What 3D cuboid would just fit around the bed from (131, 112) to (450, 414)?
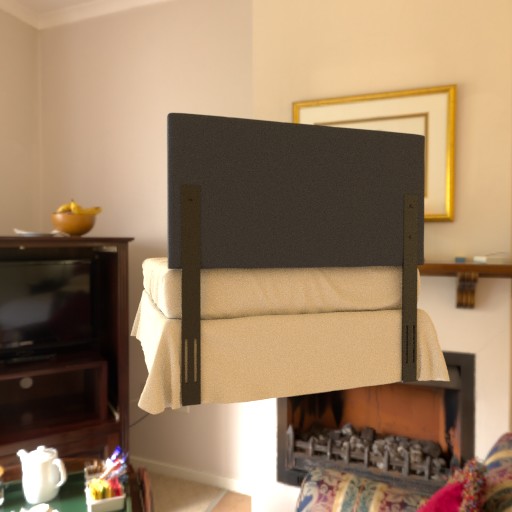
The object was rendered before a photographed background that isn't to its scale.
[{"bbox_3d":[0.000,0.000,3.565,1.936,1.577,2.222,0,1,-17],"label":"bed"}]
